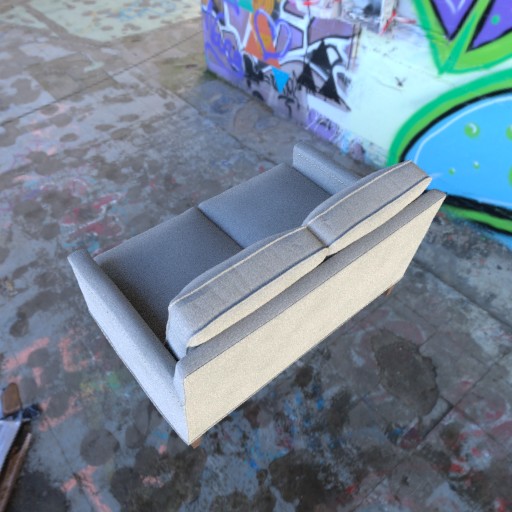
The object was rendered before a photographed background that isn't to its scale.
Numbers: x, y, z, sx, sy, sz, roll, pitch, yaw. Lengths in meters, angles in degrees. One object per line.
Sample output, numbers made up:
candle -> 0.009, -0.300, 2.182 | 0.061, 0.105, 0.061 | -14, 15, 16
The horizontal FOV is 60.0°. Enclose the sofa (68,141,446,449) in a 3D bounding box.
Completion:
sofa -> 0.000, 0.000, 2.318 | 1.597, 1.003, 1.084 | -31, 54, -26
